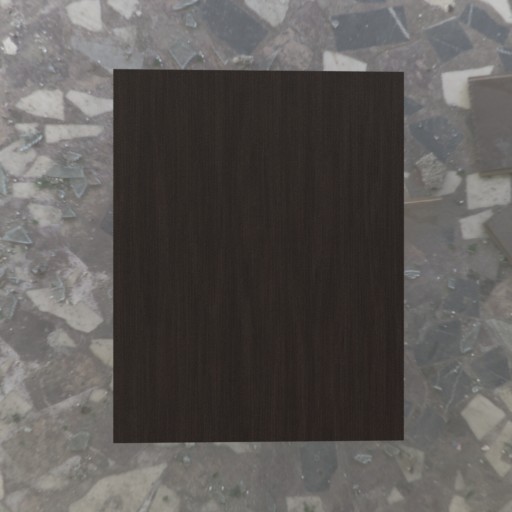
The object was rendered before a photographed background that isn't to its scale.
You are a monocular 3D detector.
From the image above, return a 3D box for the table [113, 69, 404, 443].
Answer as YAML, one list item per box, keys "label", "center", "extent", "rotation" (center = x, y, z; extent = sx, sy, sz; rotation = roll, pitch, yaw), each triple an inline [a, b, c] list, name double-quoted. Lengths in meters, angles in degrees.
- label: "table"
  center: [0.000, 0.000, 0.889]
  extent: [0.381, 0.635, 0.480]
  rotation: [0, 90, -1]
